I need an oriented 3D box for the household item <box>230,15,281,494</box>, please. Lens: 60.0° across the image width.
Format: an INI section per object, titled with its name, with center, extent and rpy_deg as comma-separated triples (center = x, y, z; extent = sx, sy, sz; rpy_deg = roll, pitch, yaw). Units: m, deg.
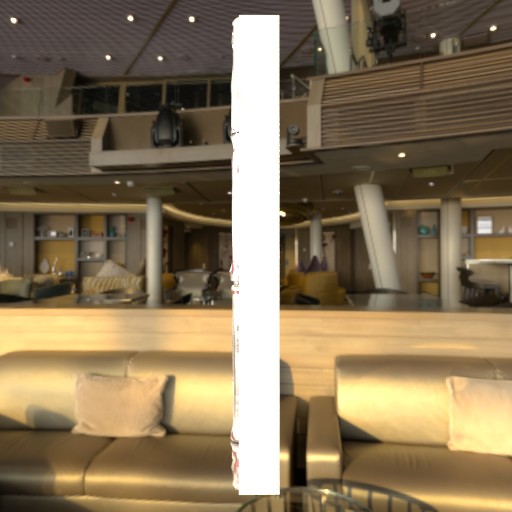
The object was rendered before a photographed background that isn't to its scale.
[household item]
center = 0.000, 0.000, 0.282
extent = 0.025, 0.216, 0.165
rpy_deg = 0, -1, 0
